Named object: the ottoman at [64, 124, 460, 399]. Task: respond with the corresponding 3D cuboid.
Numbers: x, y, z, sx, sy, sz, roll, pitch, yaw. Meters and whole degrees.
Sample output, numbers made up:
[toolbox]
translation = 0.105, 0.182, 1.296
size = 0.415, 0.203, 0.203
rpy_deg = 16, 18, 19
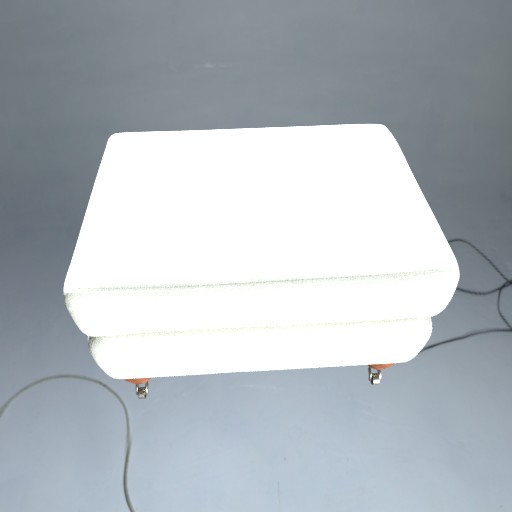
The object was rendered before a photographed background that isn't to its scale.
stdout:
[ottoman]
translation = 0.000, 0.000, 1.148
size = 0.773, 0.499, 0.569
rpy_deg = -3, 47, -3
